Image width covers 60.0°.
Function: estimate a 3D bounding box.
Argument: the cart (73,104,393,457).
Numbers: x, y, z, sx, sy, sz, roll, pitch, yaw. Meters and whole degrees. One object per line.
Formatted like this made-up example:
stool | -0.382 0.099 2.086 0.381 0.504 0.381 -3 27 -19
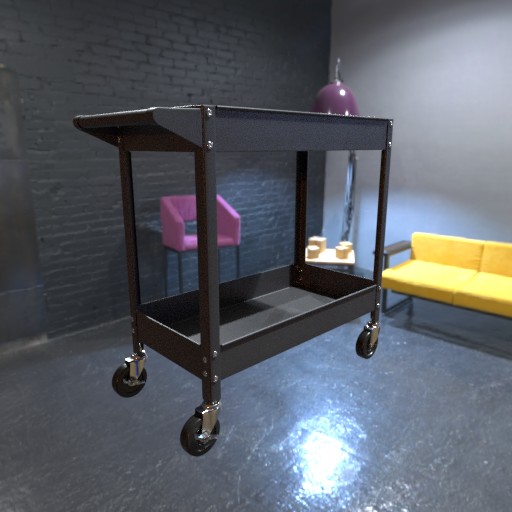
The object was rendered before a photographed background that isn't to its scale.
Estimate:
cart | 0.000 0.000 1.188 0.779 0.719 0.366 -13 19 -42
